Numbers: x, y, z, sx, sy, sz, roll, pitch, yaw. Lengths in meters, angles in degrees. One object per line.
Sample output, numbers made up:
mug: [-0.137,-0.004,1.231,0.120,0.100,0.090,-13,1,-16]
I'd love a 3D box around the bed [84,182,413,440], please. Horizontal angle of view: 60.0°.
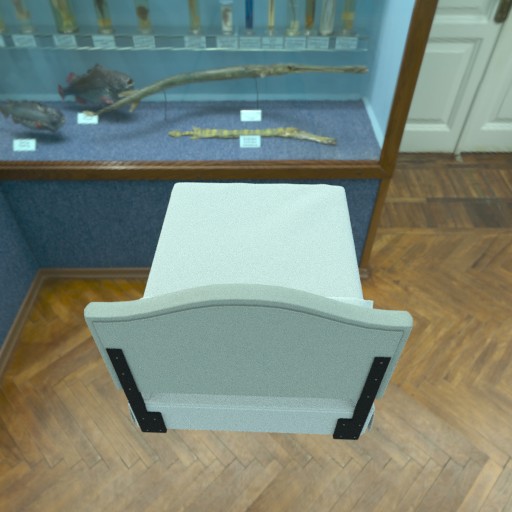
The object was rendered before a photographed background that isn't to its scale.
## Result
bed: [0.000,0.000,3.478,1.813,1.607,2.180,1,46,1]
